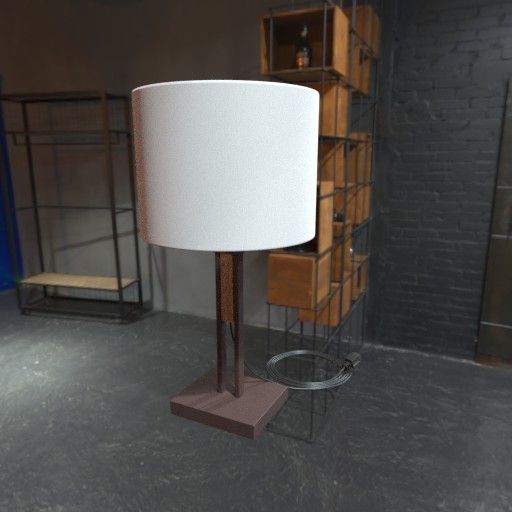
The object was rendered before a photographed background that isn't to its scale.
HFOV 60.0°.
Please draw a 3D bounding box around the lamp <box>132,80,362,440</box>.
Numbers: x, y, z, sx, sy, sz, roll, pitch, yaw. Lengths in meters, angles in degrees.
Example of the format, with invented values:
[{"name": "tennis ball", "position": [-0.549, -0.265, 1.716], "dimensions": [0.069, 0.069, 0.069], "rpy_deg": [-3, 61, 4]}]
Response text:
[{"name": "lamp", "position": [0.000, 0.000, 0.997], "dimensions": [0.396, 0.668, 0.525], "rpy_deg": [6, 14, 26]}]
